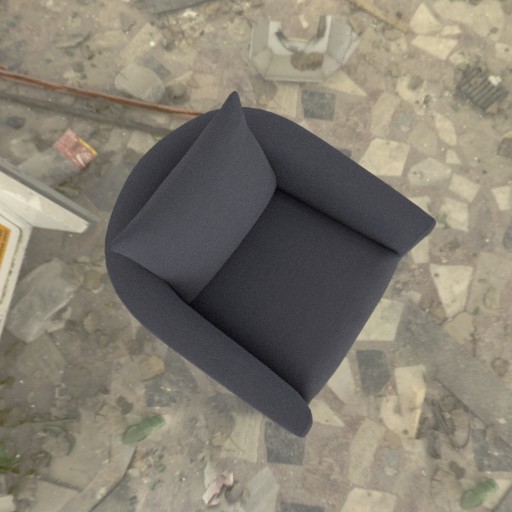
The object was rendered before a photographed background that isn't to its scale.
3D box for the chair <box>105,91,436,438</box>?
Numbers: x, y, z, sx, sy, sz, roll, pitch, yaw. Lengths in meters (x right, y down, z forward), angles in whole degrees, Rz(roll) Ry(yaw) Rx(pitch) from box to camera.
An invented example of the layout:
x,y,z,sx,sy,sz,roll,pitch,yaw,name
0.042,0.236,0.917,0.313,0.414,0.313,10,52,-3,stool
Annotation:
x,y,z,sx,sy,sz,roll,pitch,yaw,name
0.000,0.000,1.588,0.910,0.848,0.845,34,77,9,chair
